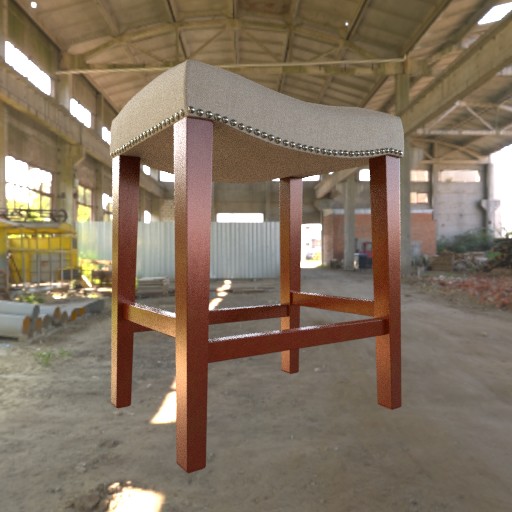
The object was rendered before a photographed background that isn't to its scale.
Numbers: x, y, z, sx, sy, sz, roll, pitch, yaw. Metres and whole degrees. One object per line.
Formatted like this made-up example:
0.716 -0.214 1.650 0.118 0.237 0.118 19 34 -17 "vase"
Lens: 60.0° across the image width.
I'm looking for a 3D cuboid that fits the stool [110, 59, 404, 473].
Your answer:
0.000 0.000 0.934 0.509 0.632 0.375 0 0 -35 "stool"
